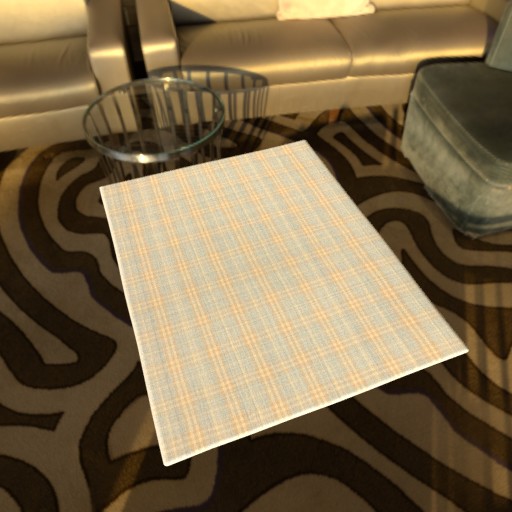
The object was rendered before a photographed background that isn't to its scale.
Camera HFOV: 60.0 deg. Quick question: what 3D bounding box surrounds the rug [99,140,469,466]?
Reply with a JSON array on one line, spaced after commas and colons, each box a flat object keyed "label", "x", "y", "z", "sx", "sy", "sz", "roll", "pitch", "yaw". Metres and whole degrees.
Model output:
[{"label": "rug", "x": 0.000, "y": 0.000, "z": 4.157, "sx": 2.462, "sy": 0.030, "sz": 3.066, "roll": -16, "pitch": 51, "yaw": -14}]
